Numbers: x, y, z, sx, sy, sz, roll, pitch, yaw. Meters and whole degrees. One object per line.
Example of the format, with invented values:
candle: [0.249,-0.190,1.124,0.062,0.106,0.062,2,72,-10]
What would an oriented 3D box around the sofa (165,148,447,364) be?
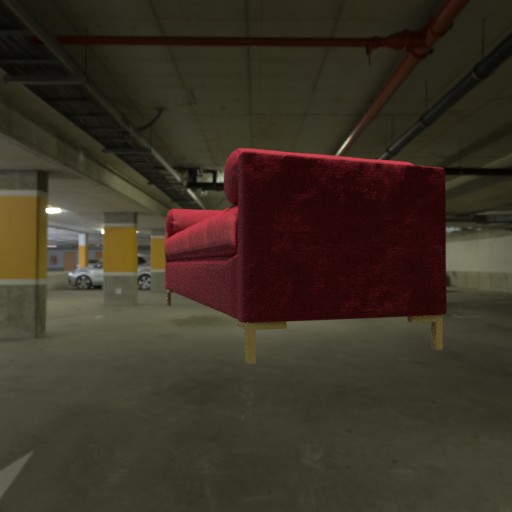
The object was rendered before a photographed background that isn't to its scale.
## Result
sofa: [0.000,0.000,2.457,0.796,0.705,2.102,0,-1,-18]
